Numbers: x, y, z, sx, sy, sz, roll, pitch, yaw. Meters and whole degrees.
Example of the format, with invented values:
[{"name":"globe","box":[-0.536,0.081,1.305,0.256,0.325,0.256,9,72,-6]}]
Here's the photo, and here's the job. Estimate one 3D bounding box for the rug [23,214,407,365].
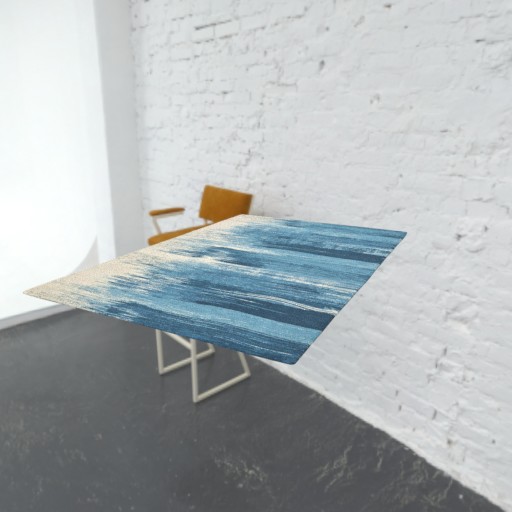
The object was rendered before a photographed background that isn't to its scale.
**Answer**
[{"name":"rug","box":[0.000,0.000,2.327,1.232,0.009,1.836,9,19,27]}]
